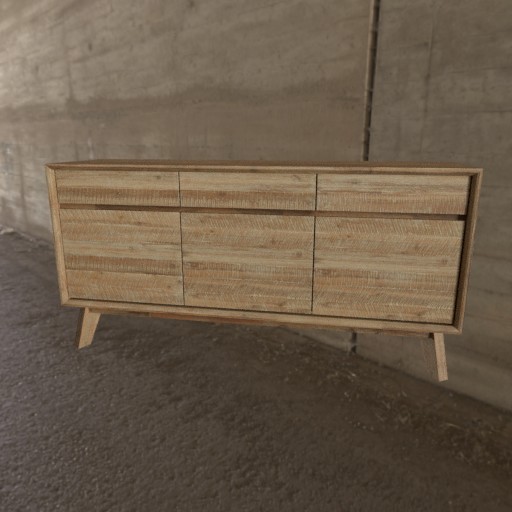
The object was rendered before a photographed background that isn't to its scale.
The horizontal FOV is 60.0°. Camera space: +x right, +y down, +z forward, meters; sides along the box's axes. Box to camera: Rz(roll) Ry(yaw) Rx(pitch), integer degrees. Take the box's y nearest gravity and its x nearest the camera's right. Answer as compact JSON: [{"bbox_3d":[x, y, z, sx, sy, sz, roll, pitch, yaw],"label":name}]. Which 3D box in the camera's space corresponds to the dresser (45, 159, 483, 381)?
[{"bbox_3d":[0.000,0.000,1.912,1.602,0.788,0.455,3,15,10],"label":"dresser"}]
